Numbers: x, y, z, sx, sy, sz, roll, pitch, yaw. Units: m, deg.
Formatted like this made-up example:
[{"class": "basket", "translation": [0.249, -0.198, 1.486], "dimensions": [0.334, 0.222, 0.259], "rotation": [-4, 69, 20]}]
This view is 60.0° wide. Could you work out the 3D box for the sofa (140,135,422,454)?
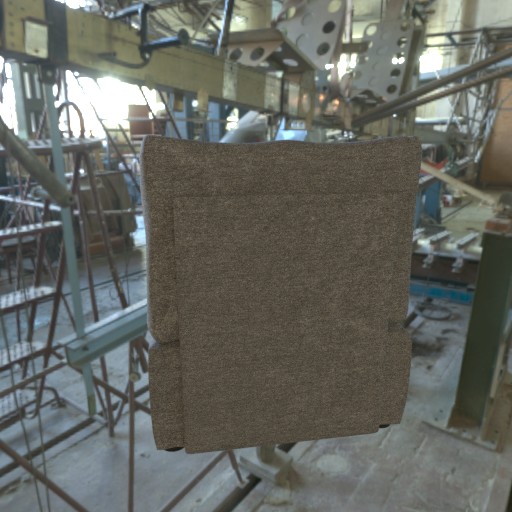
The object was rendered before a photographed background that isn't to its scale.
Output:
[{"class": "sofa", "translation": [0.000, 0.000, 1.555], "dimensions": [0.700, 0.820, 1.000], "rotation": [-3, 15, -9]}]
